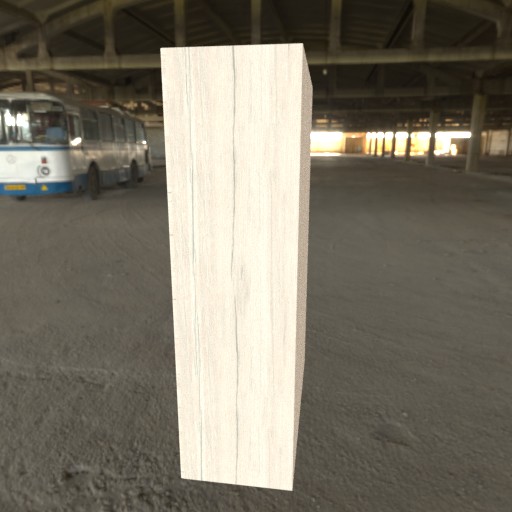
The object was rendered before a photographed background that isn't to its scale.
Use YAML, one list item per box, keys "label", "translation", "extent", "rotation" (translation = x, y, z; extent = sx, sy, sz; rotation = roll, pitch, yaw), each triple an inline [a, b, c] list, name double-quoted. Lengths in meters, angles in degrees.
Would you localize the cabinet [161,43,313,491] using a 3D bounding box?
- label: "cabinet"
  translation: [0.000, 0.000, 2.684]
  extent: [0.580, 2.070, 1.400]
  rotation: [2, 14, 8]
